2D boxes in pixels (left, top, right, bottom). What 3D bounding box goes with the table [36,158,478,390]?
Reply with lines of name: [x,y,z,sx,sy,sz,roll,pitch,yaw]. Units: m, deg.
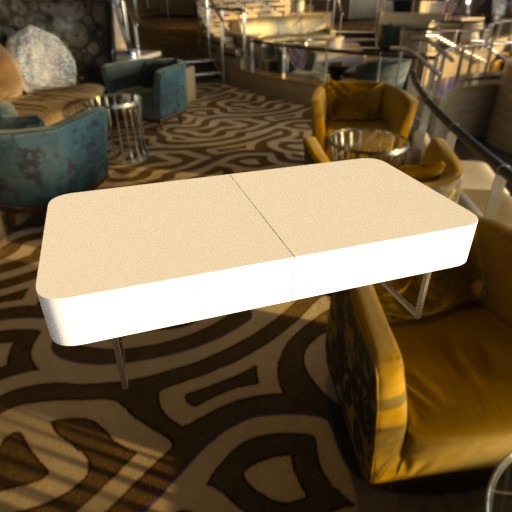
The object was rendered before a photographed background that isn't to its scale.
table: [0.000,0.000,1.433,1.200,0.340,0.600,-10,33,-16]
